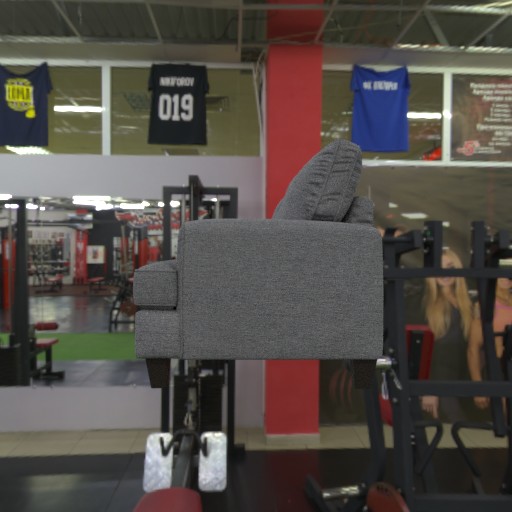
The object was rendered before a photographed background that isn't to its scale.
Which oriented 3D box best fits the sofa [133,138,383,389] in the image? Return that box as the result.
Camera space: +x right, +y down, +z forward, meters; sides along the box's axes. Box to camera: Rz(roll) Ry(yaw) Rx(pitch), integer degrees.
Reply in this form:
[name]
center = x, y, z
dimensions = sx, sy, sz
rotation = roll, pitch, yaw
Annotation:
[sofa]
center = 0.000, 0.000, 2.687
dimensions = 0.951, 0.965, 2.158
rotation = 0, 1, 0
